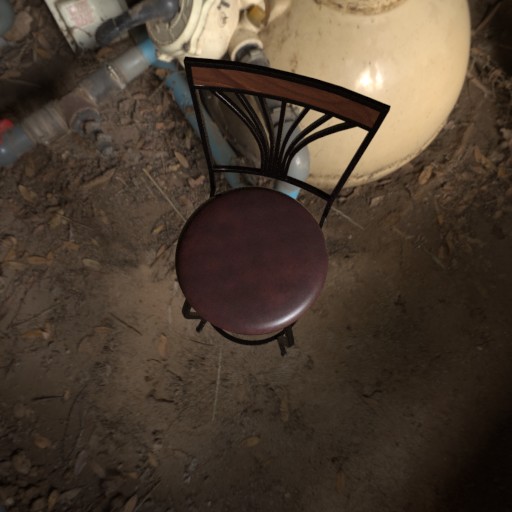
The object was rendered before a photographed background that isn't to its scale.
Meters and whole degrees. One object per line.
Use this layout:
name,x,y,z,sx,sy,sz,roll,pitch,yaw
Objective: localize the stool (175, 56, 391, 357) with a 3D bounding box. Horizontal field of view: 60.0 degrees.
stool,0.000,0.000,1.381,0.433,1.117,0.514,15,75,4
